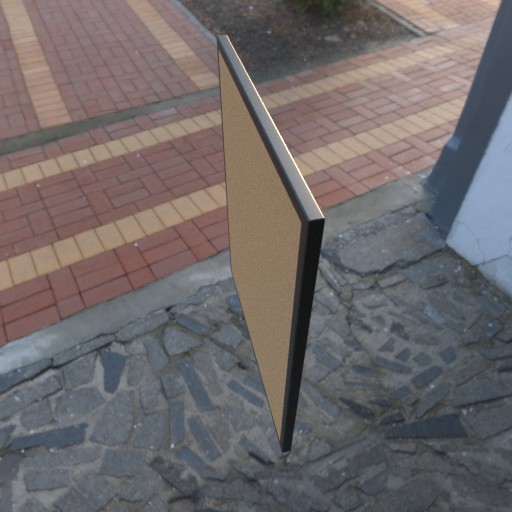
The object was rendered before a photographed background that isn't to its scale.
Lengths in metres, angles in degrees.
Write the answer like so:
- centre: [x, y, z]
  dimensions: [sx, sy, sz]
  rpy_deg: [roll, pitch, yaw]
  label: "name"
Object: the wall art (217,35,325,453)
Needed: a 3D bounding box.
- centre: [0.000, 0.000, 0.789]
  dimensions: [0.018, 0.582, 0.481]
  rpy_deg: [-10, 47, -10]
  label: "wall art"
